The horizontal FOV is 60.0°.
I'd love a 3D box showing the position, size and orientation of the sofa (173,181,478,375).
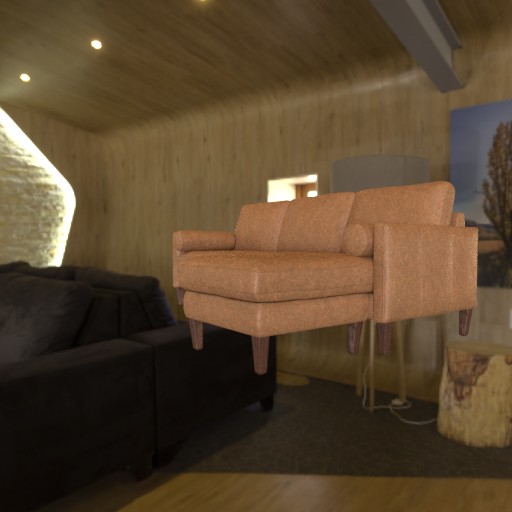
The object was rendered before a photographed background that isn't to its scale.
[{"bbox_3d":[0.000,0.000,2.905,1.506,0.876,2.178,-1,2,-37],"label":"sofa"}]
